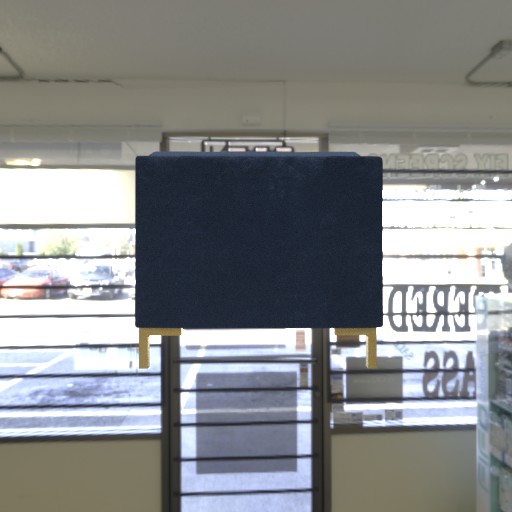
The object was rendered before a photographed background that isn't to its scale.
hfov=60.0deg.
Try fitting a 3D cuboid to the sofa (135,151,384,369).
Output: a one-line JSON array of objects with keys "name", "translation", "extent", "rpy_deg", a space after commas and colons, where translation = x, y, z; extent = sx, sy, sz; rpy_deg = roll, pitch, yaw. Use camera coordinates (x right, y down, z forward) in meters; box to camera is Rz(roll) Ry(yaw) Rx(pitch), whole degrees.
[{"name": "sofa", "translation": [0.000, 0.000, 2.393], "extent": [0.796, 0.705, 2.102], "rpy_deg": [0, 0, 0]}]
